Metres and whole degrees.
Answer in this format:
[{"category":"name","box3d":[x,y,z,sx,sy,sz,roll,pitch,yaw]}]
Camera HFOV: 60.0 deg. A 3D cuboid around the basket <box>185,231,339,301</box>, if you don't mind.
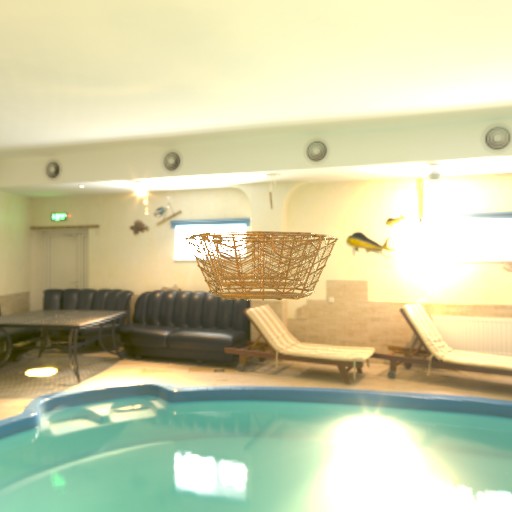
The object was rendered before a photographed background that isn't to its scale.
[{"category":"basket","box3d":[0.000,0.000,1.403,0.432,0.178,1.245,0,0,-2]}]
